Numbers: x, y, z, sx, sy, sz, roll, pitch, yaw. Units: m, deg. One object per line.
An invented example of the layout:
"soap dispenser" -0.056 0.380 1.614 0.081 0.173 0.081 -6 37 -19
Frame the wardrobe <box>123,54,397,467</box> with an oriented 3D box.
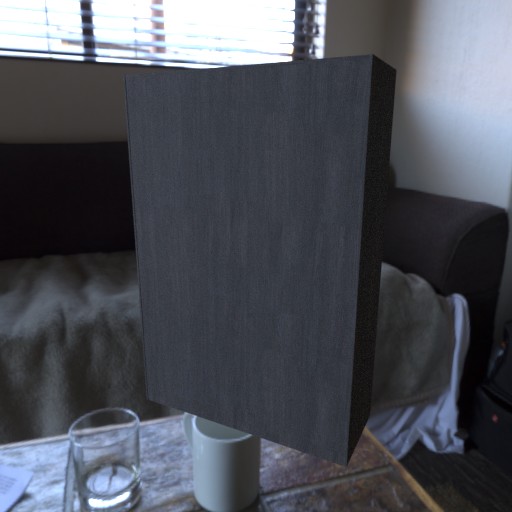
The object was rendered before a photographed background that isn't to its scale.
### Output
"wardrobe" 0.000 0.000 2.478 1.290 1.910 0.510 8 17 27
